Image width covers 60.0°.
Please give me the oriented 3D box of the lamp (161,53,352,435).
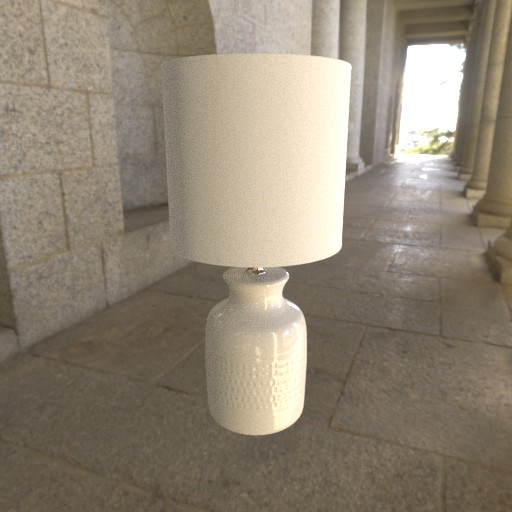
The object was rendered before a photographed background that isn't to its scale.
[{"bbox_3d":[0.000,0.000,0.499,0.188,0.392,0.188,-2,16,-7],"label":"lamp"}]
